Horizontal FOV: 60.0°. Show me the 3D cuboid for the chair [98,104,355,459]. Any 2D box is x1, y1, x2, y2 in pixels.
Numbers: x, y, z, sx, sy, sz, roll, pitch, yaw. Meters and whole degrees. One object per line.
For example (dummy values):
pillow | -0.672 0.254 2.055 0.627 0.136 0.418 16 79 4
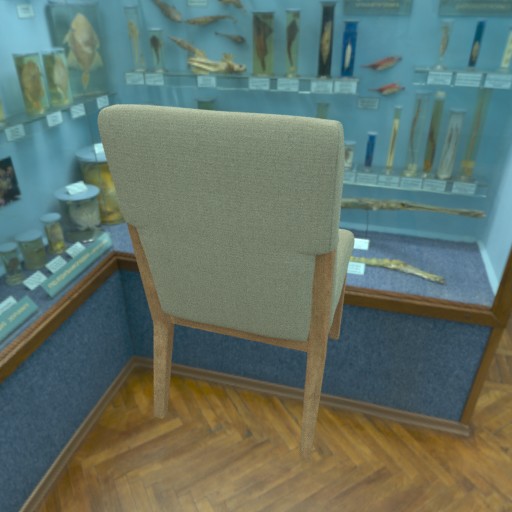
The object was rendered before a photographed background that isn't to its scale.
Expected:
chair | 0.000 0.000 1.258 0.507 0.911 0.586 9 32 15
